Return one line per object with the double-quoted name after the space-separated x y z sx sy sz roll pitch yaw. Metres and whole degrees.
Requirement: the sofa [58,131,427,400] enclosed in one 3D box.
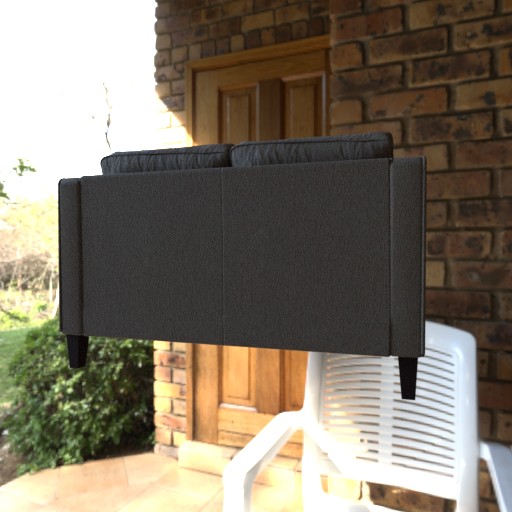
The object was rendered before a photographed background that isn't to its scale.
0.000 0.000 2.166 1.503 0.981 0.985 0 0 17 "sofa"
